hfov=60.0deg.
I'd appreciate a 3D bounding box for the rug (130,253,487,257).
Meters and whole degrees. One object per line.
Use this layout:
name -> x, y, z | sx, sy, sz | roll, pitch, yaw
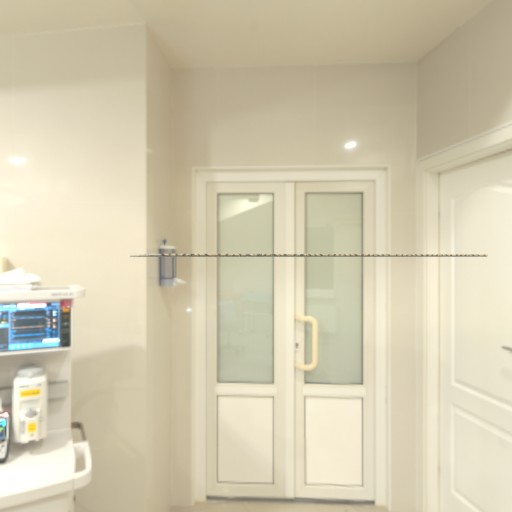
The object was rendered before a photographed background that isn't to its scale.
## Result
rug -> 0.000, 0.000, 2.178 | 1.144, 0.008, 1.752 | 0, 0, -18
